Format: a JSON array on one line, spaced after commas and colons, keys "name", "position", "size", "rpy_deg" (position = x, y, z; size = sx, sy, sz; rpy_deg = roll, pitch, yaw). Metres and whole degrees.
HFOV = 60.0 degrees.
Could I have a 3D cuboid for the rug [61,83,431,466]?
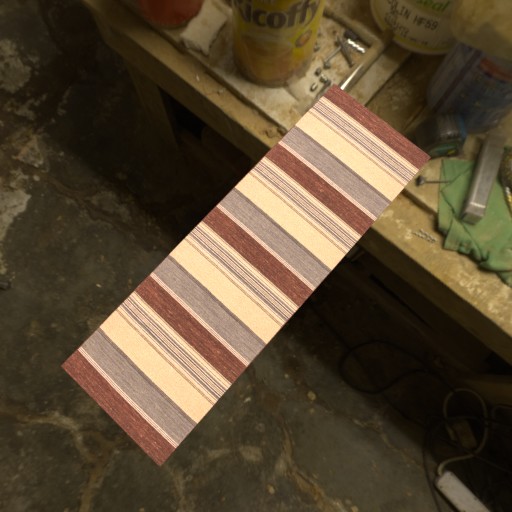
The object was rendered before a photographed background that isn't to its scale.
[{"name": "rug", "position": [0.000, 0.000, 2.667], "size": [0.792, 0.006, 2.437], "rpy_deg": [41, 80, 9]}]
